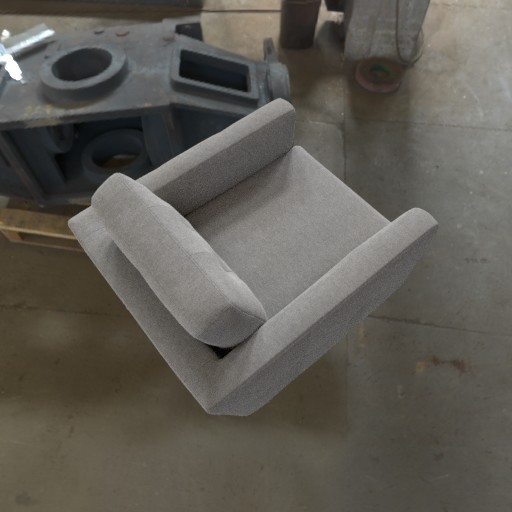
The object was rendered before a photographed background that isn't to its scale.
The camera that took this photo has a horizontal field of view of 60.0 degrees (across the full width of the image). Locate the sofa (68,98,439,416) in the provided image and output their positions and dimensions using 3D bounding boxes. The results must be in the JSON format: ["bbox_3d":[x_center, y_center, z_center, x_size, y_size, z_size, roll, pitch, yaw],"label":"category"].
[{"bbox_3d":[0.000,0.000,1.550,0.920,0.860,0.770,-35,66,-19],"label":"sofa"}]
